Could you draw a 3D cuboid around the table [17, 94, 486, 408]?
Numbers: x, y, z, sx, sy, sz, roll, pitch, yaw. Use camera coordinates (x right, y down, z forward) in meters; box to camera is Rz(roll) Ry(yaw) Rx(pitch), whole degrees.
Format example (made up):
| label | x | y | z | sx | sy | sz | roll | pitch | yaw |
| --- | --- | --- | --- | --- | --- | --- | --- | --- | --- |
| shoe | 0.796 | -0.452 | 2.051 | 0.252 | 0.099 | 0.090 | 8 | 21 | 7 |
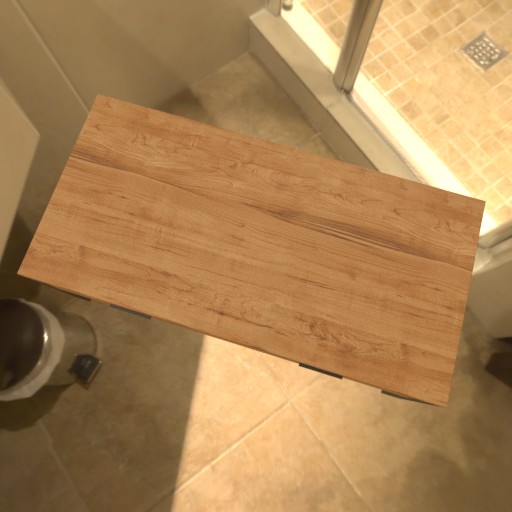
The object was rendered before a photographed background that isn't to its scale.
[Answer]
| label | x | y | z | sx | sy | sz | roll | pitch | yaw |
| --- | --- | --- | --- | --- | --- | --- | --- | --- | --- |
| table | 0.000 | 0.000 | 1.420 | 1.180 | 0.400 | 0.590 | 17 | 76 | 4 |
